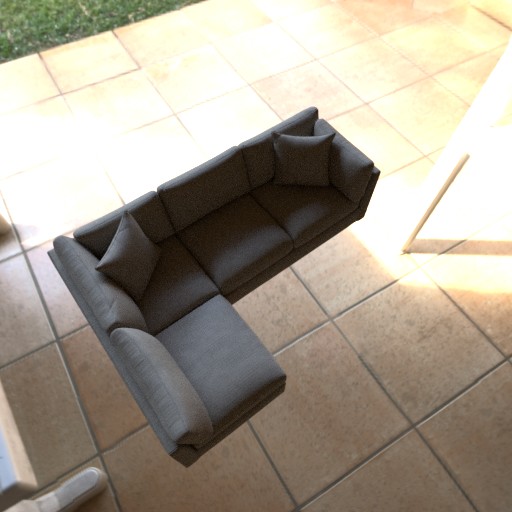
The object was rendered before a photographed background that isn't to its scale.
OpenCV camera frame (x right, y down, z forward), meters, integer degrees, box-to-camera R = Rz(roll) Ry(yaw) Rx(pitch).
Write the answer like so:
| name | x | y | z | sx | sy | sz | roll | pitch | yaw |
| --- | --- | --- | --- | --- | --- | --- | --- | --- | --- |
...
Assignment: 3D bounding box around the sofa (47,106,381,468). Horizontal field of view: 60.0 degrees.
| name | x | y | z | sx | sy | sz | roll | pitch | yaw |
| --- | --- | --- | --- | --- | --- | --- | --- | --- | --- |
| sofa | 0.000 | 0.000 | 3.902 | 2.896 | 0.978 | 1.994 | -33 | 63 | -19 |
